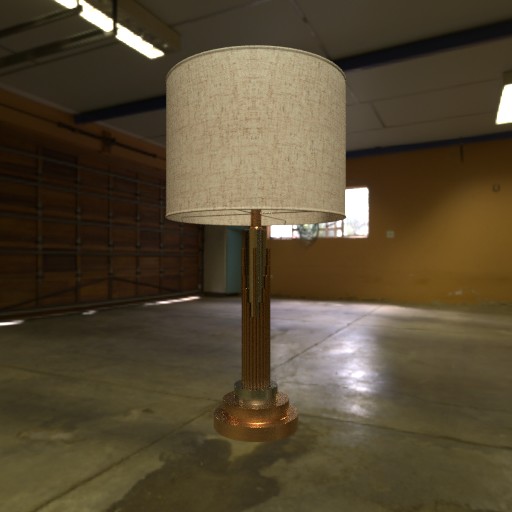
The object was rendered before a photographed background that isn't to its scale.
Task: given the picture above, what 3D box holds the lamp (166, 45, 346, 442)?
[{"bbox_3d":[0.000,0.000,0.803,0.321,0.610,0.321,0,0,-20],"label":"lamp"}]
